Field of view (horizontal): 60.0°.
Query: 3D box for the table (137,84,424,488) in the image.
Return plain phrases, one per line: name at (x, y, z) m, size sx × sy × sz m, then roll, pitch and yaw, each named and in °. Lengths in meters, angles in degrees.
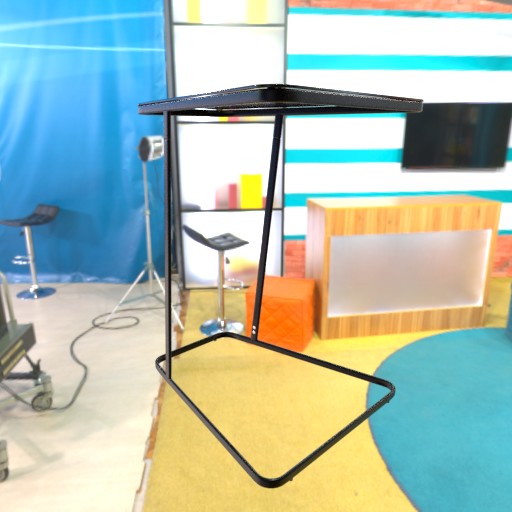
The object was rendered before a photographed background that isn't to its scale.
table at (0.000, 0.000, 0.942) m, size 0.427 × 0.624 × 0.500 m, roll -15°, pitch 21°, yaw -42°
